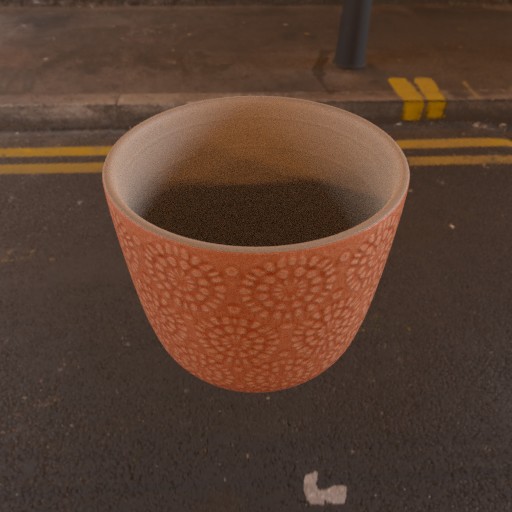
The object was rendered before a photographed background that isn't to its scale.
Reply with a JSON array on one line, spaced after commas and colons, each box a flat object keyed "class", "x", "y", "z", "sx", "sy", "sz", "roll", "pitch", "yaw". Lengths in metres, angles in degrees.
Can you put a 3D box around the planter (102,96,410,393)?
[{"class": "planter", "x": 0.000, "y": 0.000, "z": 0.371, "sx": 0.208, "sy": 0.190, "sz": 0.208, "roll": 0, "pitch": 42, "yaw": 0}]
